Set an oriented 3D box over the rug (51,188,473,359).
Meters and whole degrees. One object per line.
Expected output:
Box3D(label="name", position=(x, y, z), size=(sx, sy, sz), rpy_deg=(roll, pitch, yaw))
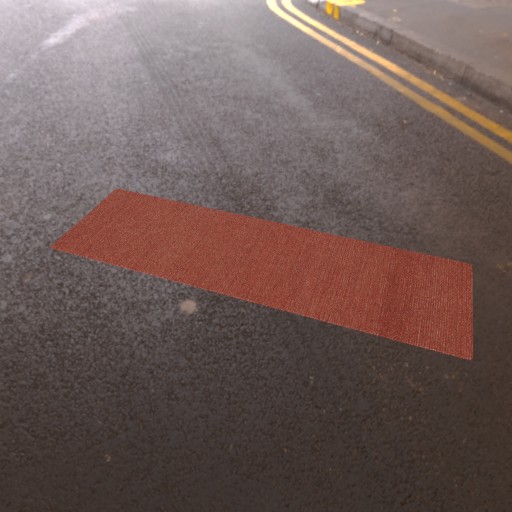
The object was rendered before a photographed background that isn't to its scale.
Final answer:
Box3D(label="rug", position=(0.000, 0.000, 2.521), size=(2.307, 0.012, 0.687), rpy_deg=(13, 42, 15))
